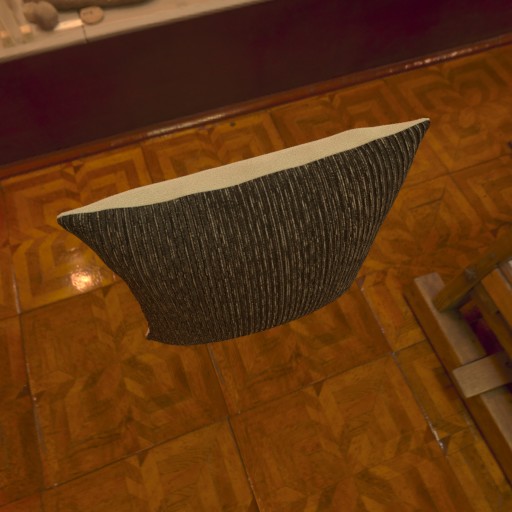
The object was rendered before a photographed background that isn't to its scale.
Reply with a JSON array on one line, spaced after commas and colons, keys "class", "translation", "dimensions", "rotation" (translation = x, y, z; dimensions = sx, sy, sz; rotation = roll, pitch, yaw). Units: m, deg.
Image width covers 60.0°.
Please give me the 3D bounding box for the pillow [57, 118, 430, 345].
[{"class": "pillow", "translation": [0.000, 0.000, 0.675], "dimensions": [0.433, 0.434, 0.196], "rotation": [-17, 64, -8]}]
